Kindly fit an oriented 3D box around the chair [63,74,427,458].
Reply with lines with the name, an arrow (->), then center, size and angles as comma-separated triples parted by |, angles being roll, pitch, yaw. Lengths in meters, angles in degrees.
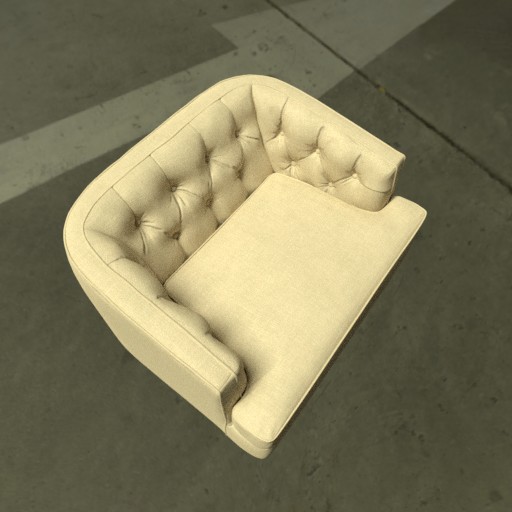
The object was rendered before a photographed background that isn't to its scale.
chair -> 0.000, 0.000, 1.719 | 0.914, 0.787, 1.118 | 32, 63, 19
